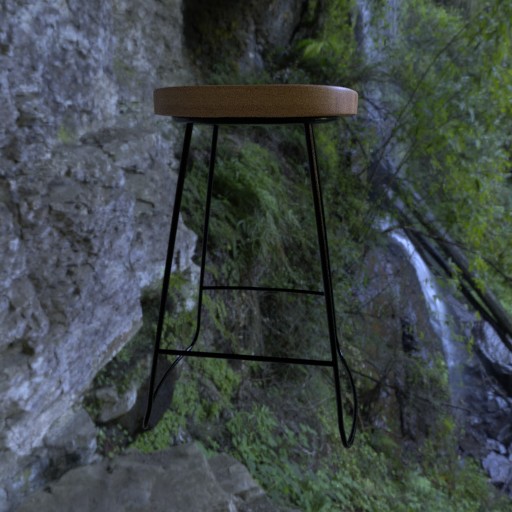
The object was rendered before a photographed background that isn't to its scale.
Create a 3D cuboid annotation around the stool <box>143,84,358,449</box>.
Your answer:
[{"bbox_3d":[0.000,0.000,0.973,0.480,0.679,0.401,2,17,8],"label":"stool"}]
